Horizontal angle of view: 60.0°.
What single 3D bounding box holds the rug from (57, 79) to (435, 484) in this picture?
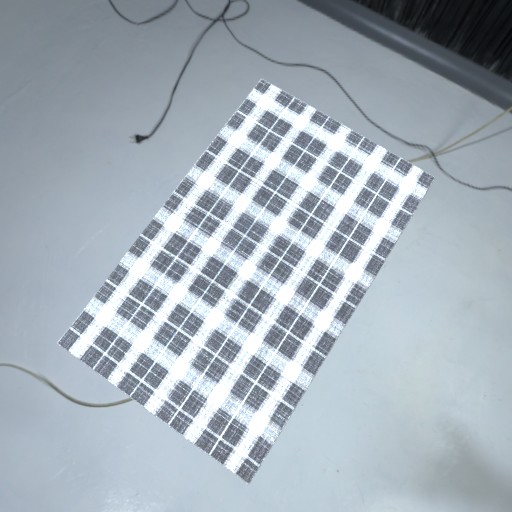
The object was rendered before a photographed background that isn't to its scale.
[{"bbox_3d":[0.000,0.000,3.055,1.520,0.015,2.434,33,77,9],"label":"rug"}]
